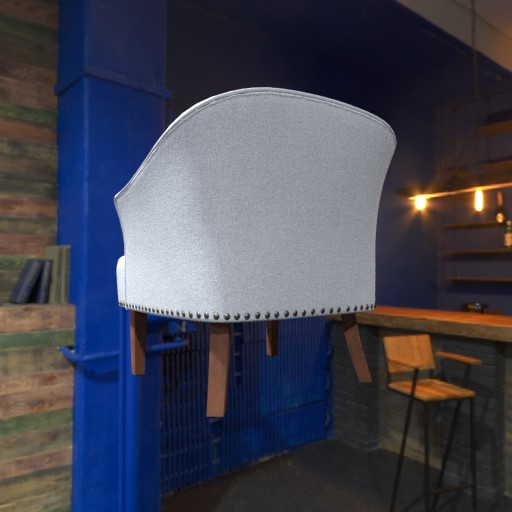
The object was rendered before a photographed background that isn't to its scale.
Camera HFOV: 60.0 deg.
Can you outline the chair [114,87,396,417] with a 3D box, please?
[{"bbox_3d":[0.000,0.000,1.439,0.798,0.815,0.704,1,-2,-35],"label":"chair"}]
